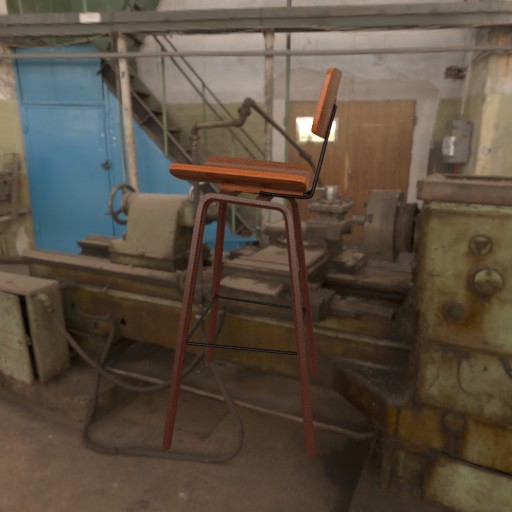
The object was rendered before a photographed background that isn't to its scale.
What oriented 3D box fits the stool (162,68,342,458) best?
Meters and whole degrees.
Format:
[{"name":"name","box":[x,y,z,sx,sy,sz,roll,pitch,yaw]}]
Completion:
[{"name":"stool","box":[0.000,0.000,1.281,0.440,0.969,0.509,2,15,8]}]
